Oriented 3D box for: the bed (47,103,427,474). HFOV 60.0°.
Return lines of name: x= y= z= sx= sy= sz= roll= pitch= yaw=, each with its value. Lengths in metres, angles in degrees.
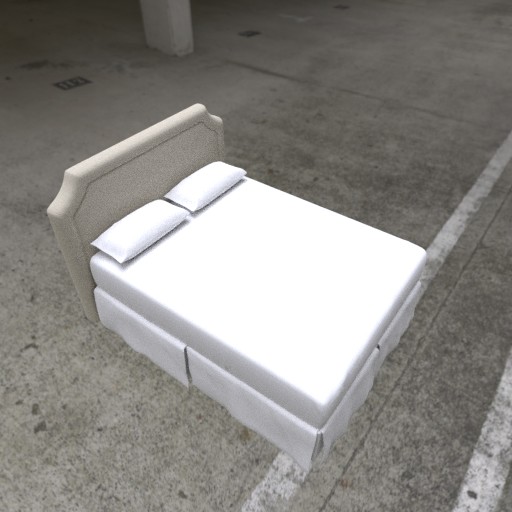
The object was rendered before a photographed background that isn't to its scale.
bed: x=0.000 y=0.000 z=3.161 sx=2.116 sy=1.290 sz=1.693 roll=26 pitch=48 yaw=26
